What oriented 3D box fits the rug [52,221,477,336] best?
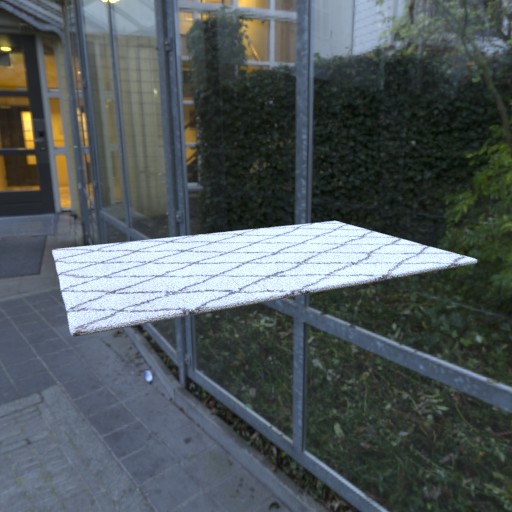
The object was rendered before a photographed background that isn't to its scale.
[{"bbox_3d":[0.000,0.000,2.977,2.438,0.030,1.524,-7,17,-26],"label":"rug"}]
